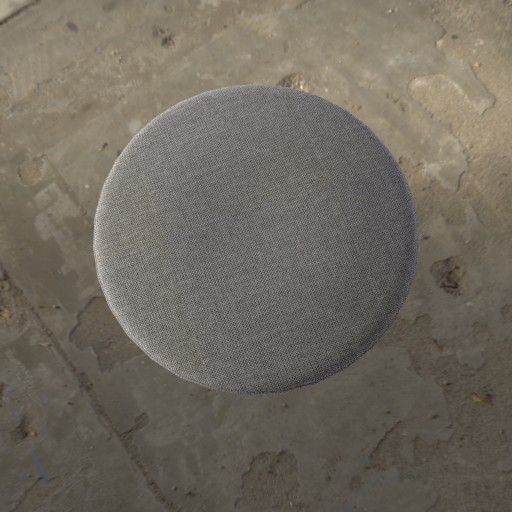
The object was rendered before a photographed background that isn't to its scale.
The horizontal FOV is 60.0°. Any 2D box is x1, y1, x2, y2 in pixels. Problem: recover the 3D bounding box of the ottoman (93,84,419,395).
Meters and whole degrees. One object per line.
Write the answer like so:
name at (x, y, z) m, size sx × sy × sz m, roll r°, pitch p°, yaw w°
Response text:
ottoman at (0.000, 0.000, 0.856) m, size 0.500 × 0.419 × 0.500 m, roll 0°, pitch 75°, yaw 0°
